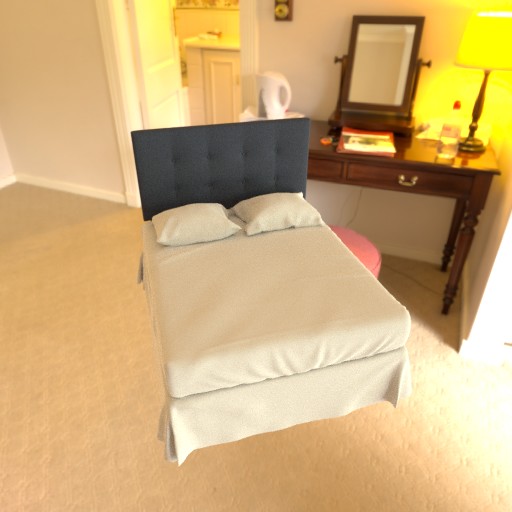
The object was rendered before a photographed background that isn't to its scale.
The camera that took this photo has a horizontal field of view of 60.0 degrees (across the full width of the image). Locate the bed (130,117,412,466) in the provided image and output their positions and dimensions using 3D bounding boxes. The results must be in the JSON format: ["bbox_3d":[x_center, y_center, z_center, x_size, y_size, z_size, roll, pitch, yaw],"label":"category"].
[{"bbox_3d":[0.000,0.000,3.524,1.936,1.577,2.222,-9,33,-14],"label":"bed"}]
